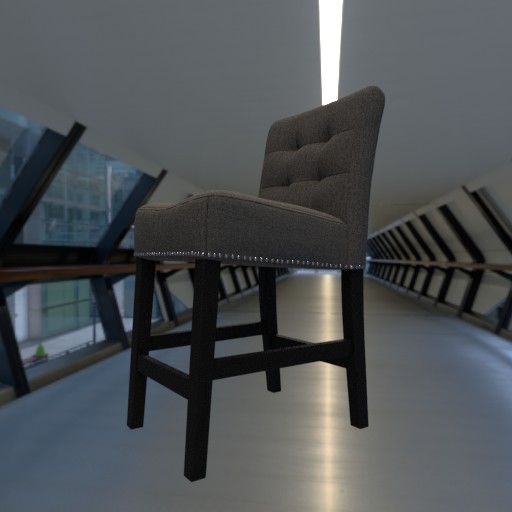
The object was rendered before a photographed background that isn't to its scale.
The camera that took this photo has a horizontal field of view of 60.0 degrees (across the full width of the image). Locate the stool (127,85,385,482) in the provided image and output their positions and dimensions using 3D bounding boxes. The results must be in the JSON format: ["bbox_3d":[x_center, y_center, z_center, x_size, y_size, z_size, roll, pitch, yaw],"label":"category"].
[{"bbox_3d":[0.000,0.000,1.170,0.571,0.885,0.427,0,1,-36],"label":"stool"}]
